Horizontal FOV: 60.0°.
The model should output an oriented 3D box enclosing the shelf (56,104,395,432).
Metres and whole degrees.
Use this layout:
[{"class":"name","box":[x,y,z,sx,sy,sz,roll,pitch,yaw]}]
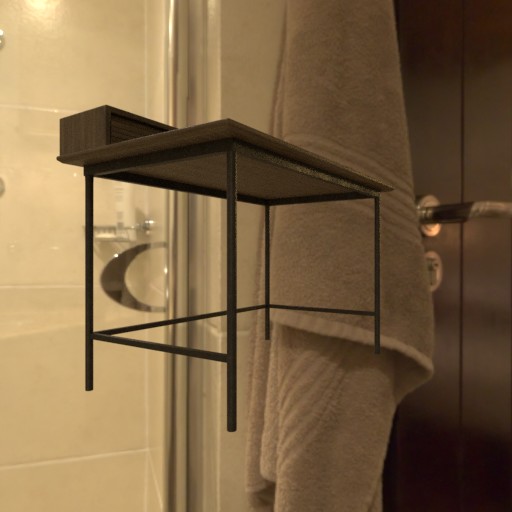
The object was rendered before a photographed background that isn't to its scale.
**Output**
[{"class":"shelf","box":[0.000,0.000,1.695,0.685,0.865,1.212,0,0,35]}]
